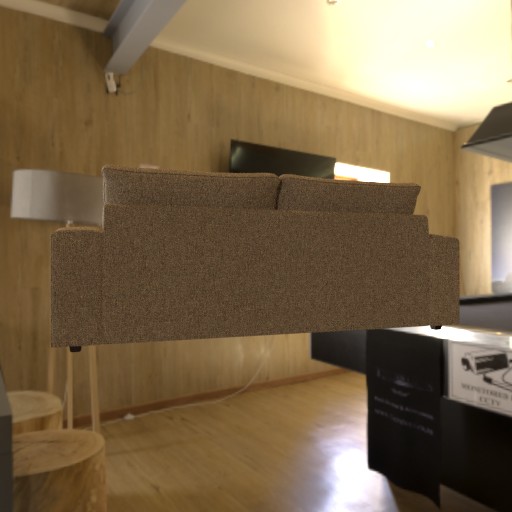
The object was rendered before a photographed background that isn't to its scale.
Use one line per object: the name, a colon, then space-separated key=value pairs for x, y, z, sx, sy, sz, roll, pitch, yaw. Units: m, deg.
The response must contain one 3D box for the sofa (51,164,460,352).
sofa: x=0.000 y=0.000 z=2.860 sx=2.299 sy=0.922 sz=1.040 roll=0 pitch=0 yaw=-18
